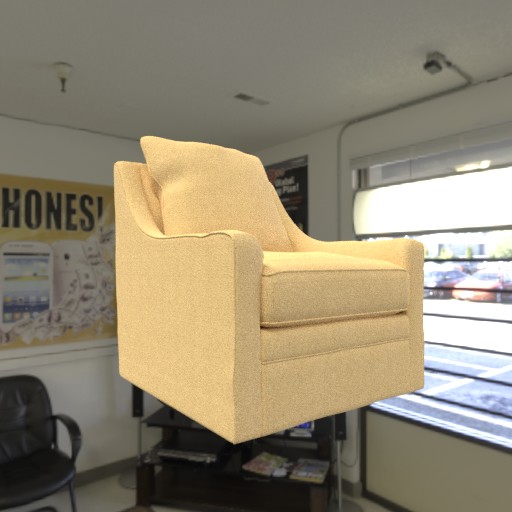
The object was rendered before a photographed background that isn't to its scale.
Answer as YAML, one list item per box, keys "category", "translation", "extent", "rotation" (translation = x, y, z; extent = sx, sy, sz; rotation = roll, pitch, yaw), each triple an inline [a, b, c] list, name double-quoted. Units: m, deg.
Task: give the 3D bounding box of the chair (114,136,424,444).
- category: "chair"
  translation: [0.000, 0.000, 1.574]
  extent: [0.760, 0.927, 0.876]
  rotation: [1, -1, -37]
